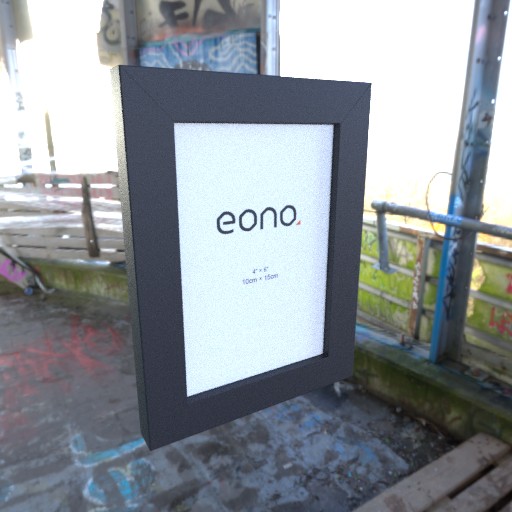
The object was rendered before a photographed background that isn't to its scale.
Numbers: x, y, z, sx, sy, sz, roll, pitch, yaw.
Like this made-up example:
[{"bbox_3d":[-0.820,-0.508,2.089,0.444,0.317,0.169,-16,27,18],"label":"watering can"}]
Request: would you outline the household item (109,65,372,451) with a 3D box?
[{"bbox_3d":[0.000,0.000,0.235,0.133,0.178,0.022,-10,19,-29],"label":"household item"}]
